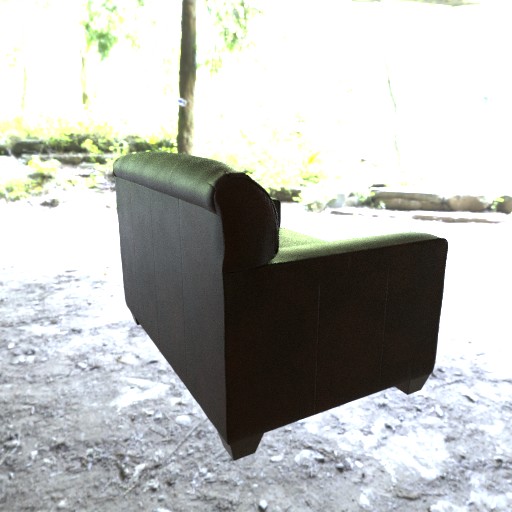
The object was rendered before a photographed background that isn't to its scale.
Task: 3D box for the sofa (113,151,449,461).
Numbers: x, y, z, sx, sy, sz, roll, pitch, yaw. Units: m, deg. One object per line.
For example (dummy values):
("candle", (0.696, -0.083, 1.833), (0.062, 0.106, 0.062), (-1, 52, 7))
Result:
("sofa", (0.000, 0.000, 2.077), (1.000, 0.956, 1.413), (-8, 17, -28))
